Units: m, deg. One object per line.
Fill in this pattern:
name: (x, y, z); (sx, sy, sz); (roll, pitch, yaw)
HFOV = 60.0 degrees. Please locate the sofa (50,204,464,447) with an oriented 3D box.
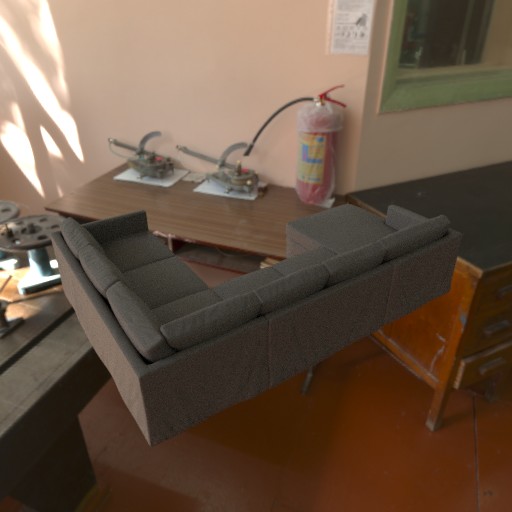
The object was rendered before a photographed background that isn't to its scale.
sofa: (0.000, 0.000, 4.627); (3.528, 0.878, 2.476); (-19, 36, -29)
